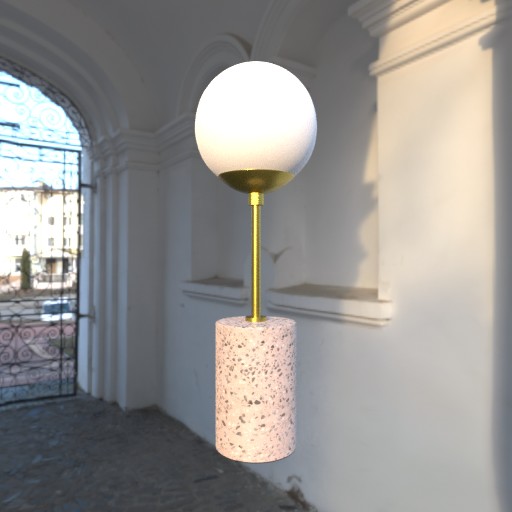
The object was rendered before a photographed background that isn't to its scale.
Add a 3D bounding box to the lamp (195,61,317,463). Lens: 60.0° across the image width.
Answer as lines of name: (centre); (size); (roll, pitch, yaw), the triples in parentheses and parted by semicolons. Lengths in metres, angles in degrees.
lamp: (0.000, 0.000, 0.563); (0.153, 0.480, 0.153); (0, 0, 0)
